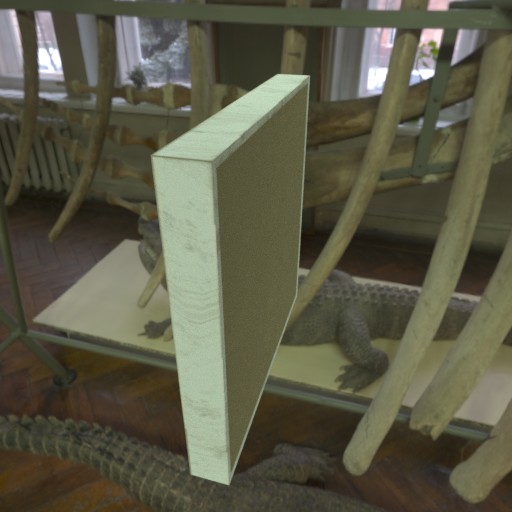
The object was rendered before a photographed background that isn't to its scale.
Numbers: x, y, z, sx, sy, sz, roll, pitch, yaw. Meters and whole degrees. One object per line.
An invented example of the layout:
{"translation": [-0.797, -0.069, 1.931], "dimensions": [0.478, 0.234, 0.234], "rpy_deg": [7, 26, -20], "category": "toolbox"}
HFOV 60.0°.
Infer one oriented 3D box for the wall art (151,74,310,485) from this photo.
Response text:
{"translation": [0.000, 0.000, 0.454], "dimensions": [0.038, 0.303, 0.305], "rpy_deg": [8, 32, 14], "category": "wall art"}
